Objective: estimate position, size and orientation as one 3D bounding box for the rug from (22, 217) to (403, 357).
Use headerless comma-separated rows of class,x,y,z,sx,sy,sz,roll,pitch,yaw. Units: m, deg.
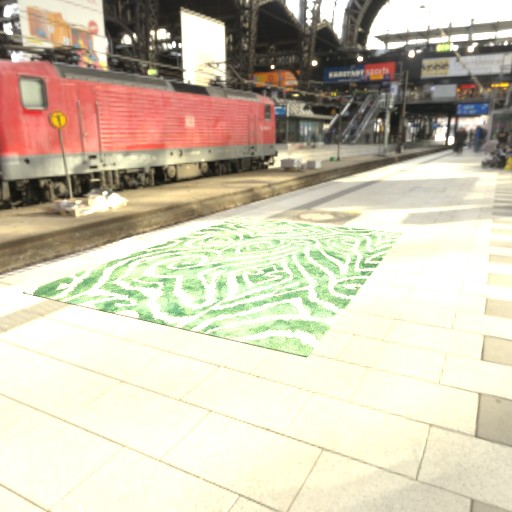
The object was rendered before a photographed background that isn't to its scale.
rug,0.000,0.000,2.327,1.220,0.006,1.826,7,17,25
